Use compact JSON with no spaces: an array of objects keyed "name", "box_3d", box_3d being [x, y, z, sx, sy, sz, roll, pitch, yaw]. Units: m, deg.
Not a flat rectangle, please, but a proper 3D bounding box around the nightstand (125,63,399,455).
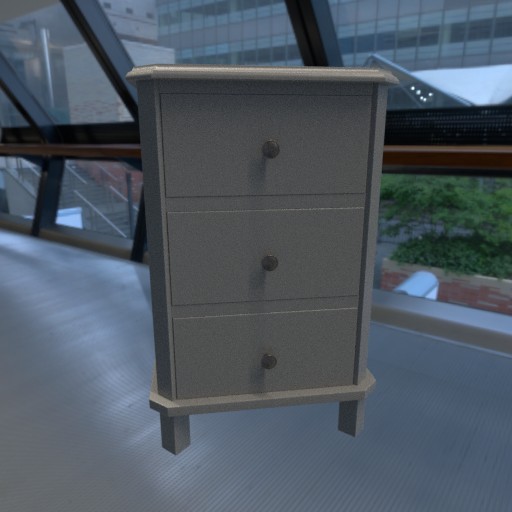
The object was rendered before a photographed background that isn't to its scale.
[{"name":"nightstand","box_3d":[0.000,0.000,0.909,0.435,0.680,0.348,-2,16,-8]}]
